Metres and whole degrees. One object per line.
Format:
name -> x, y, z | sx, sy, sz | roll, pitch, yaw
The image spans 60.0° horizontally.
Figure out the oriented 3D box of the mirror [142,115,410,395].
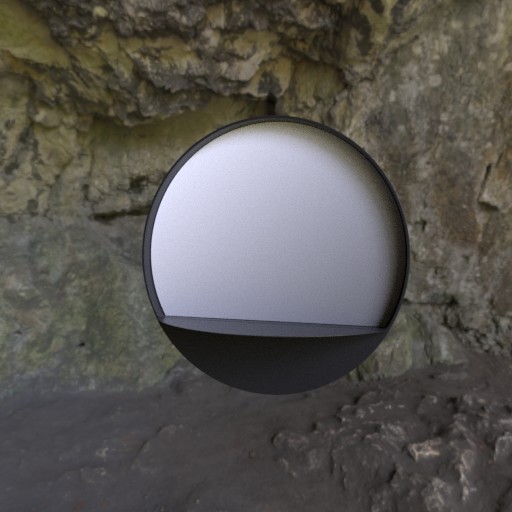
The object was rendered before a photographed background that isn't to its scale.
mirror -> 0.000, 0.000, 0.693 | 0.457, 0.457, 0.133 | 0, 1, 18
